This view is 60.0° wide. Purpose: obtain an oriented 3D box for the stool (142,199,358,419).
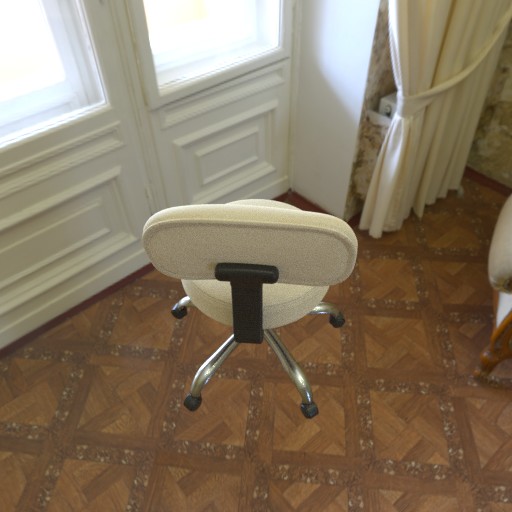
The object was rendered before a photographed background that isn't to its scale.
[{"bbox_3d":[0.000,0.000,1.221,0.609,0.810,0.616,3,46,3],"label":"stool"}]
